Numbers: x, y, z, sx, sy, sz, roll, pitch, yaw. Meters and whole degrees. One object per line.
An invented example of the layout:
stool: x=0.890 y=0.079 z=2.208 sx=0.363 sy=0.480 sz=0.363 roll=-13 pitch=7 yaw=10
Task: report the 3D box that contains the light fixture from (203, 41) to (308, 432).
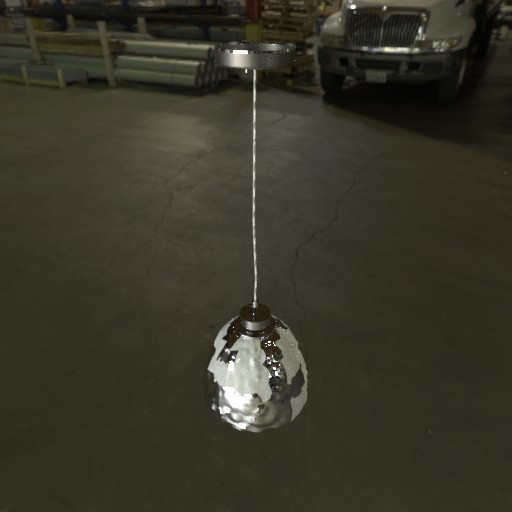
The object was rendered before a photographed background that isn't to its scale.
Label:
light fixture: x=0.000 y=0.000 z=1.754 sx=0.500 sy=1.511 sz=0.496 roll=8 pitch=32 yaw=13
